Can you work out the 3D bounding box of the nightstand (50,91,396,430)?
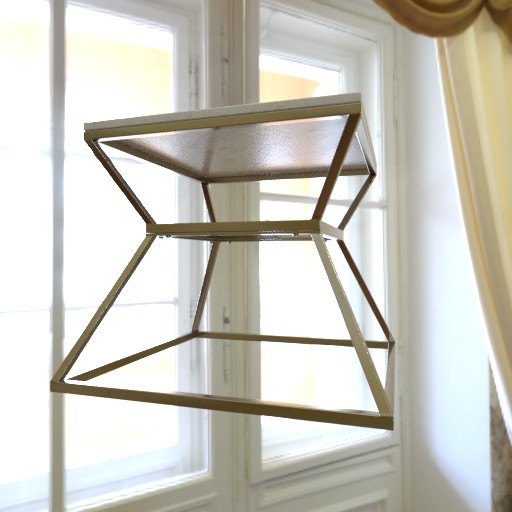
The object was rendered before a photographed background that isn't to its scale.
[{"bbox_3d":[0.000,0.000,0.860,0.514,0.426,0.513,0,0,18],"label":"nightstand"}]
